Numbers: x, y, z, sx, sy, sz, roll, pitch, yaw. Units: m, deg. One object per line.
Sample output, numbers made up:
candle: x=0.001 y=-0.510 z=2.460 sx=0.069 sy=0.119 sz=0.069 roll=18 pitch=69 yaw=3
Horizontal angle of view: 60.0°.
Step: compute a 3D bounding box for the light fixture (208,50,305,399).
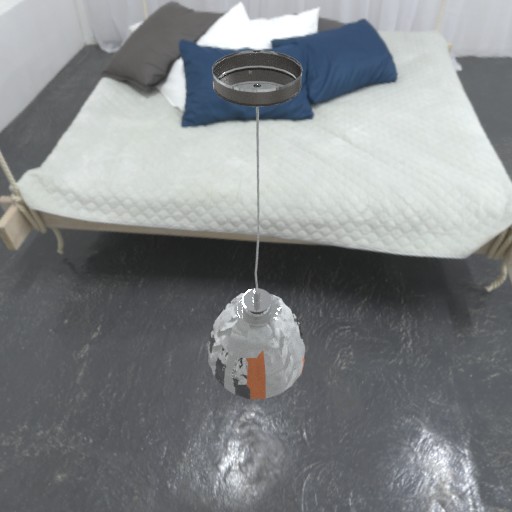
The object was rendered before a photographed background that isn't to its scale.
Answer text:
light fixture: x=0.000 y=0.000 z=1.777 sx=0.500 sy=1.511 sz=0.496 roll=-10 pitch=47 yaw=-9
